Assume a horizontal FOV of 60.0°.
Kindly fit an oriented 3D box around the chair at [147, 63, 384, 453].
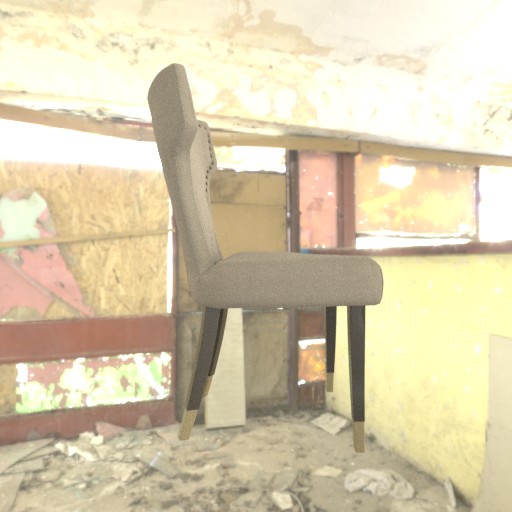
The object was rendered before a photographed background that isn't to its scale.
[{"bbox_3d":[0.000,0.000,1.326,0.630,0.950,0.526,0,-1,1],"label":"chair"}]
